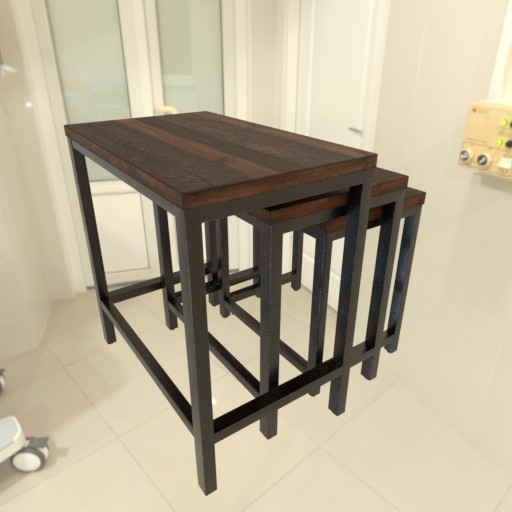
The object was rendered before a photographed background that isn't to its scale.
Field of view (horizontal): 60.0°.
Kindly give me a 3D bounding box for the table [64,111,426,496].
[{"bbox_3d":[0.000,0.000,1.105,0.660,0.616,0.608,-17,31,-31],"label":"table"}]
